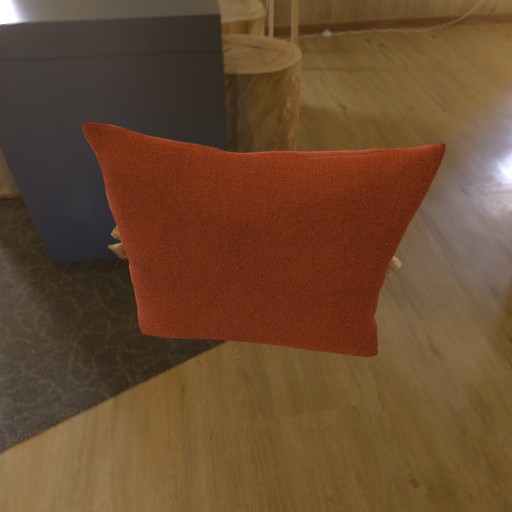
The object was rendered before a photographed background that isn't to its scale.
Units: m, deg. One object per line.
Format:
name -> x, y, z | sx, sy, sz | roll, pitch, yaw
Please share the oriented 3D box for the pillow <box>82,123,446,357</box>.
pillow -> 0.000, 0.000, 0.744 | 0.490, 0.482, 0.165 | 5, 46, 5
